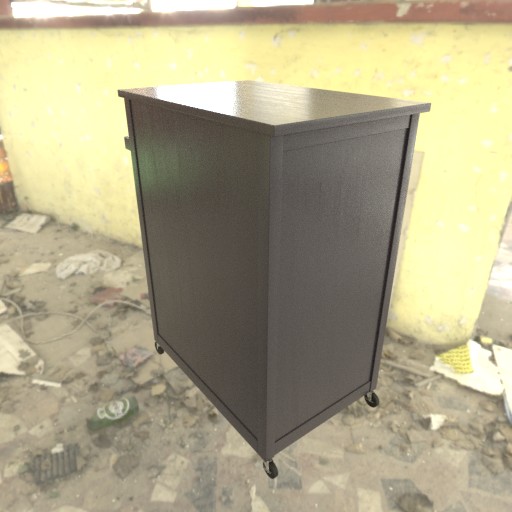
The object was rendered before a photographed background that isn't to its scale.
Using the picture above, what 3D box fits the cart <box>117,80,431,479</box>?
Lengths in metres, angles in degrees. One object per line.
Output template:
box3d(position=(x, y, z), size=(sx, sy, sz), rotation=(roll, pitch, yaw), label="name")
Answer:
box3d(position=(0.000, 0.000, 1.276), size=(0.449, 0.878, 0.690), rotation=(-19, 32, -33), label="cart")
